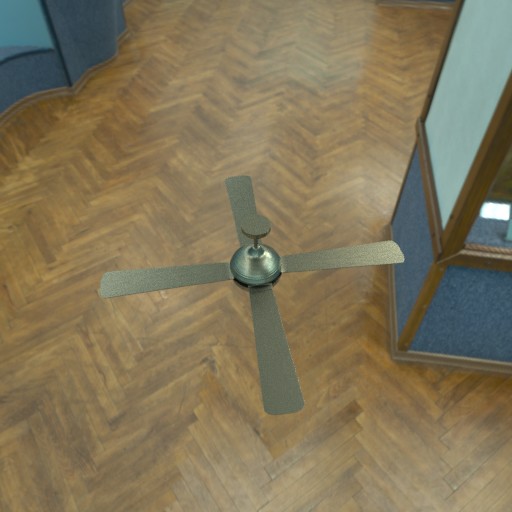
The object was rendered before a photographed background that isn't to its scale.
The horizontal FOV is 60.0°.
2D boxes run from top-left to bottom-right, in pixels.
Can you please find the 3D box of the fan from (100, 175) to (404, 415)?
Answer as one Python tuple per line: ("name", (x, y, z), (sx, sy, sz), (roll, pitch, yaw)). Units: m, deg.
("fan", (0.000, 0.000, 1.961), (1.321, 0.381, 1.321), (9, 48, 8))
